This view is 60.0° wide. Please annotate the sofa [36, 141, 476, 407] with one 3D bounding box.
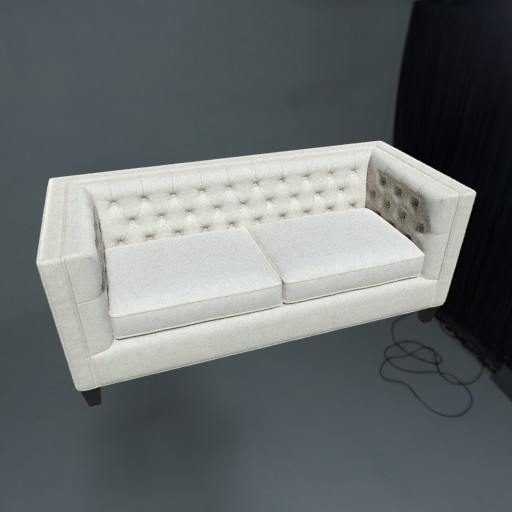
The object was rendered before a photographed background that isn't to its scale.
[{"bbox_3d":[0.000,0.000,2.191,1.778,0.762,0.775,-10,33,-16],"label":"sofa"}]
